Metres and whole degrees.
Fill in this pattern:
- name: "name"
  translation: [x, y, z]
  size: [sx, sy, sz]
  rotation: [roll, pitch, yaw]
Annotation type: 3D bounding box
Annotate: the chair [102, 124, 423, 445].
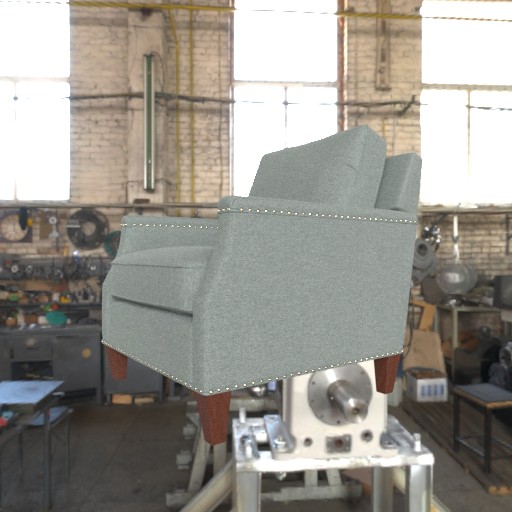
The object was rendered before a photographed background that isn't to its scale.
- name: "chair"
  translation: [0.000, 0.000, 1.803]
  size: [1.031, 1.031, 0.885]
  rotation: [0, 0, -36]
